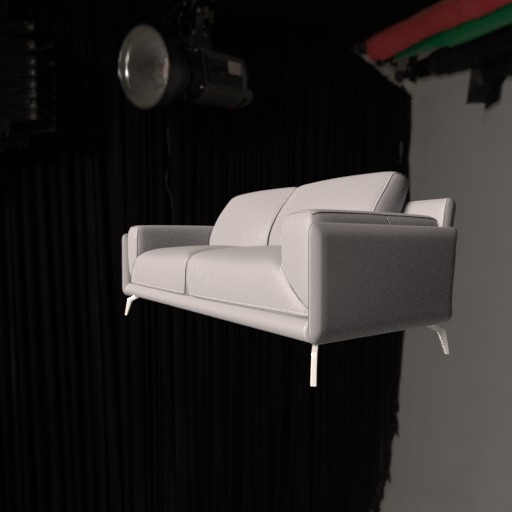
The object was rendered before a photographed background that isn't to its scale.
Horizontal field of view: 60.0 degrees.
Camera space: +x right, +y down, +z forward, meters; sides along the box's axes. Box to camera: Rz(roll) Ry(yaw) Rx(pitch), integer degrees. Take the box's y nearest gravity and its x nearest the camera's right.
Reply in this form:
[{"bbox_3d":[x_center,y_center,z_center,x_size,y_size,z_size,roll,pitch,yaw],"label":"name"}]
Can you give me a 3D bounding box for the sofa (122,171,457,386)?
[{"bbox_3d":[0.000,0.000,2.687,0.969,0.900,2.100,-1,2,-35],"label":"sofa"}]
